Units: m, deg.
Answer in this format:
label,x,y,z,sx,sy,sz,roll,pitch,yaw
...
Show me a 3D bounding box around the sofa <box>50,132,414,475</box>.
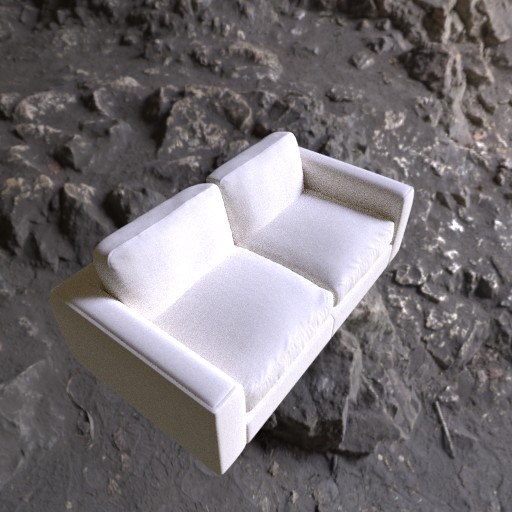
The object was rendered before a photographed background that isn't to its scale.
label,x,y,z,sx,sy,sz,roll,pitch,yaw
sofa,0.000,0.000,2.506,1.069,0.801,1.920,27,48,27
